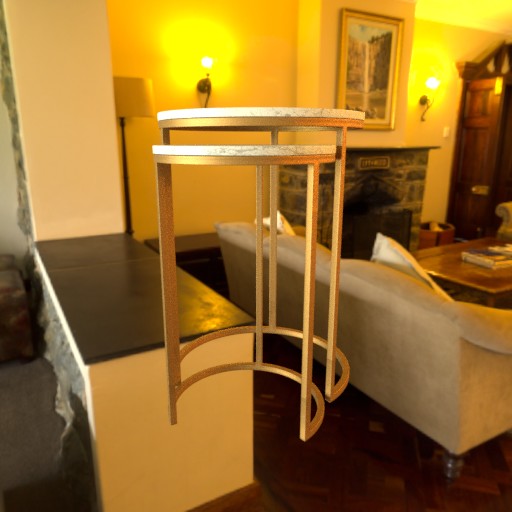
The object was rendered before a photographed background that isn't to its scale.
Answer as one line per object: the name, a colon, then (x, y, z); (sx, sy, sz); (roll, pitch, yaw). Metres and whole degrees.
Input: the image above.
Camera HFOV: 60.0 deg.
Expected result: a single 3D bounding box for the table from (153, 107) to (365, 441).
table: (0.000, 0.000, 0.895); (0.400, 0.550, 0.507); (3, 15, 10)
